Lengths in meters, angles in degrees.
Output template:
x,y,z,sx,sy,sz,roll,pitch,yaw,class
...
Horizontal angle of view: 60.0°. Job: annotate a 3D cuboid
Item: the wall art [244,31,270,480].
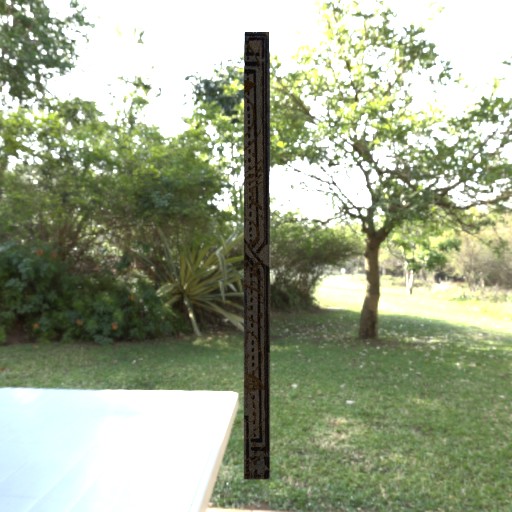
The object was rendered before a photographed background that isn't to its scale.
x,y,z,sx,sy,sz,roll,pitch,yaw,class
0.000,0.000,0.903,0.036,0.607,0.609,0,0,0,wall art
